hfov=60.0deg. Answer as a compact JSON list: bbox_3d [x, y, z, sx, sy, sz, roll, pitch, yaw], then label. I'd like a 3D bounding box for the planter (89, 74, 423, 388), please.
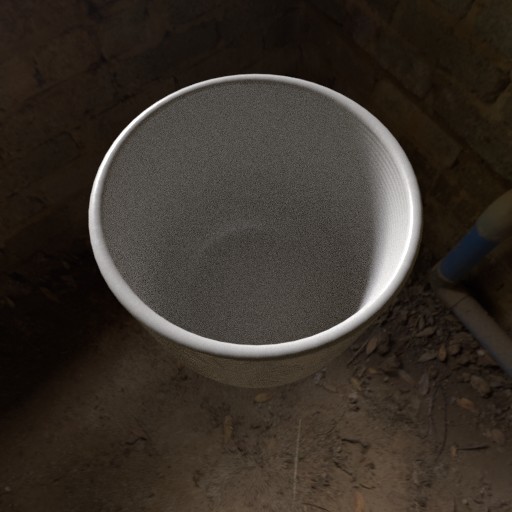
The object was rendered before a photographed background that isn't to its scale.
[{"bbox_3d":[0.000,0.000,0.214,0.124,0.109,0.124,0,65,0],"label":"planter"}]
